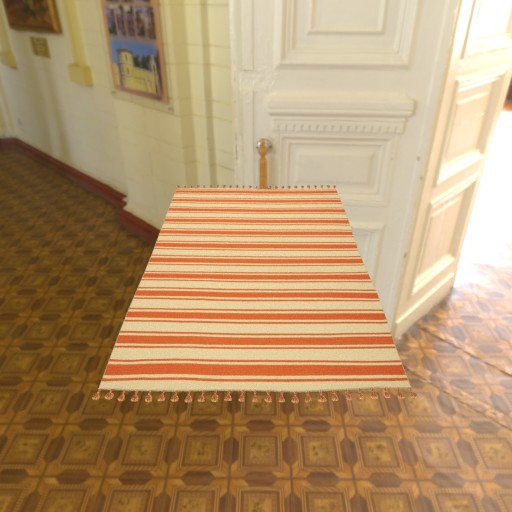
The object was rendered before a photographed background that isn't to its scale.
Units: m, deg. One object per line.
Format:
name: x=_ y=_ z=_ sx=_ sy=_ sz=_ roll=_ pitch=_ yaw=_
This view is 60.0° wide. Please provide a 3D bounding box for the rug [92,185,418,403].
rug: x=0.000 y=0.000 z=2.548 sx=1.232 sy=0.017 sz=2.092 roll=0 pitch=32 yaw=0
